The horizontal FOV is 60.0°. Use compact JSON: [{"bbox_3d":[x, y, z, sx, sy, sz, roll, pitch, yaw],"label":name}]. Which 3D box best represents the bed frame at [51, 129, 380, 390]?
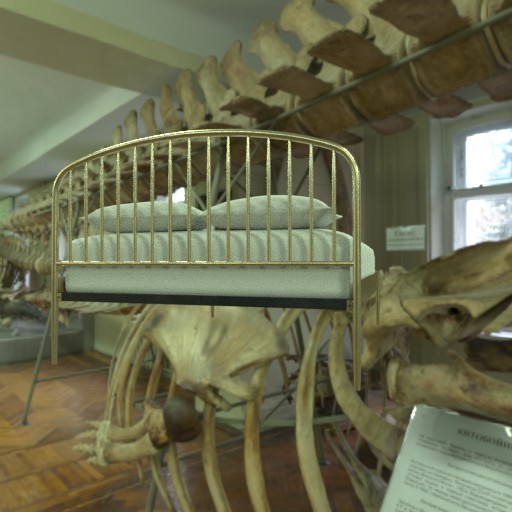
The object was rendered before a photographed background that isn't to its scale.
[{"bbox_3d":[0.000,0.000,3.136,1.612,1.175,2.152,0,-1,18],"label":"bed frame"}]
